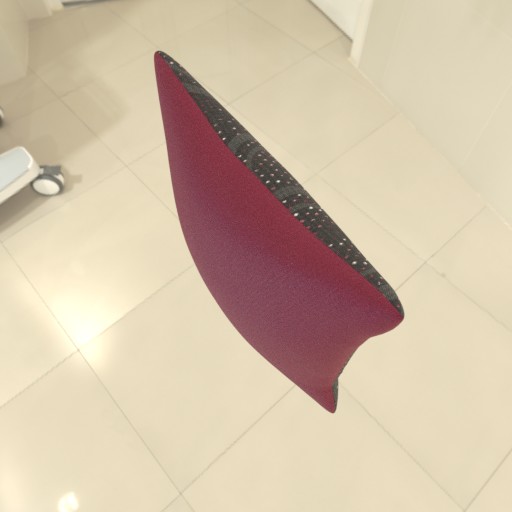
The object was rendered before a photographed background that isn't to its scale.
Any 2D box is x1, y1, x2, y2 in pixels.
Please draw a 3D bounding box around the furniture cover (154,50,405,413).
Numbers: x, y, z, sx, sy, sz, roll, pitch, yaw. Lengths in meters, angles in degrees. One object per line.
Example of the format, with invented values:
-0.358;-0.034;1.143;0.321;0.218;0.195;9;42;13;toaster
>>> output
0.000;0.000;0.799;0.193;0.509;0.552;-31;65;-17;furniture cover
